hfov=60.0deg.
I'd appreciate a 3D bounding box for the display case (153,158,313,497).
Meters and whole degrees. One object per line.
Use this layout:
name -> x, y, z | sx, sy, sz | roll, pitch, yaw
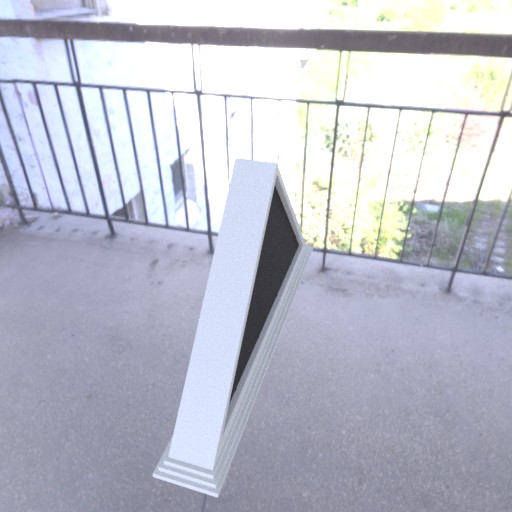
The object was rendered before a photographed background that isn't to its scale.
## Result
display case -> 0.000, 0.000, 0.756 | 0.095, 0.340, 0.640 | 10, 34, 14
